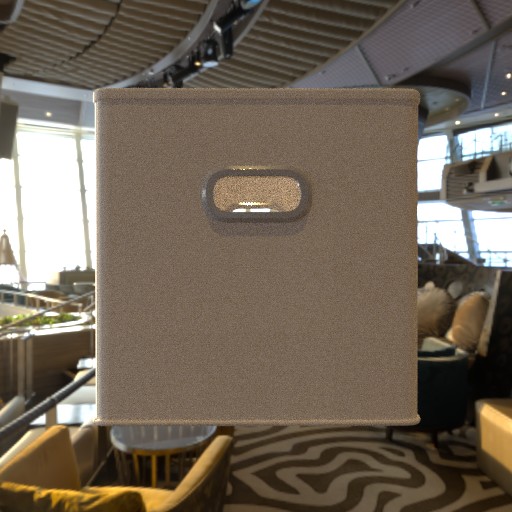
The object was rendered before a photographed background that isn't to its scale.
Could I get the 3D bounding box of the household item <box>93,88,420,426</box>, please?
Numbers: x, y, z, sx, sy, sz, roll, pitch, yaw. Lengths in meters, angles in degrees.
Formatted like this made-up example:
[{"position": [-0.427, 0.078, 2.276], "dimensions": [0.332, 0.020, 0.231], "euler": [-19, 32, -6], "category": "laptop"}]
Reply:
[{"position": [0.000, 0.000, 0.550], "dimensions": [0.305, 0.305, 0.305], "euler": [0, 0, 0], "category": "household item"}]
